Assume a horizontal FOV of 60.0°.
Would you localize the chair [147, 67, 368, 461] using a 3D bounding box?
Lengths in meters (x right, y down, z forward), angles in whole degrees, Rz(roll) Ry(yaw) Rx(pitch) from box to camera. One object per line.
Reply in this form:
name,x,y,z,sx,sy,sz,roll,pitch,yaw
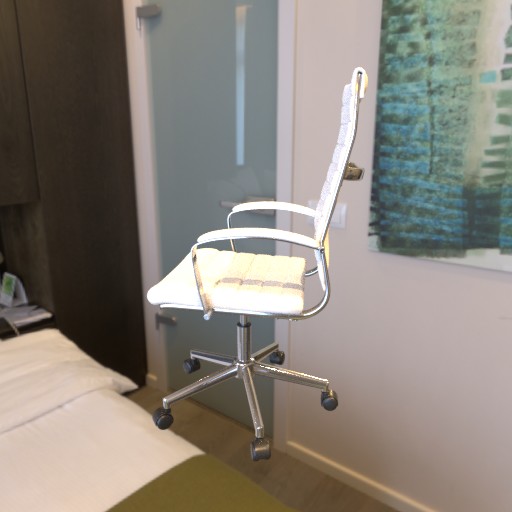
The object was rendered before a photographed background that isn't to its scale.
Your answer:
chair,0.000,0.000,1.539,0.679,1.149,0.679,2,15,7
